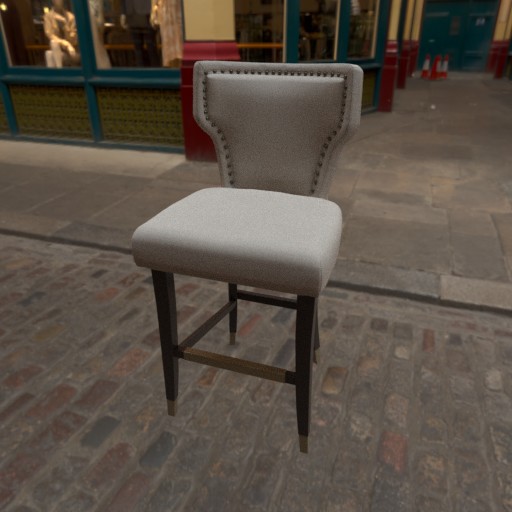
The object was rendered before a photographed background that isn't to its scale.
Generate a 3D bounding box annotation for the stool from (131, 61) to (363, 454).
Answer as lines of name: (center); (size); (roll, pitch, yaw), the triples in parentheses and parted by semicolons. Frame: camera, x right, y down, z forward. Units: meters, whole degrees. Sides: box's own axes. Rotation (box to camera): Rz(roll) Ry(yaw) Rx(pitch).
stool: (0.000, 0.000, 1.381); (0.526, 1.092, 0.563); (9, 28, 17)
